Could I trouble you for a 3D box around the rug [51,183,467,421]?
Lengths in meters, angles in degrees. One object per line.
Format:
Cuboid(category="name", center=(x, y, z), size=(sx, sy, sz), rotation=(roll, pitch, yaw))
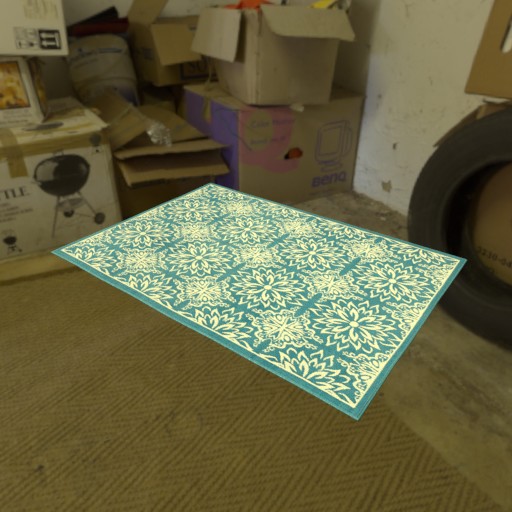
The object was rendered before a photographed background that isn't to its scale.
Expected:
Cuboid(category="rug", center=(0.000, 0.000, 2.868), size=(2.205, 0.012, 1.554), rotation=(21, 37, 31))
